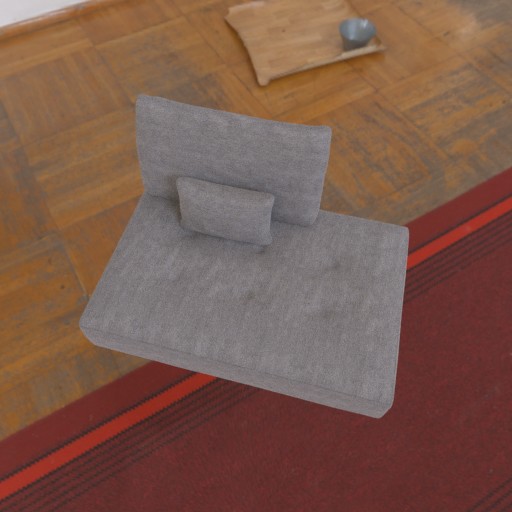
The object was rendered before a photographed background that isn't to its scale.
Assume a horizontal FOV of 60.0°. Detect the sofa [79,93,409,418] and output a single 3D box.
[{"bbox_3d":[0.000,0.000,2.055,1.450,0.820,1.002,12,59,8],"label":"sofa"}]
